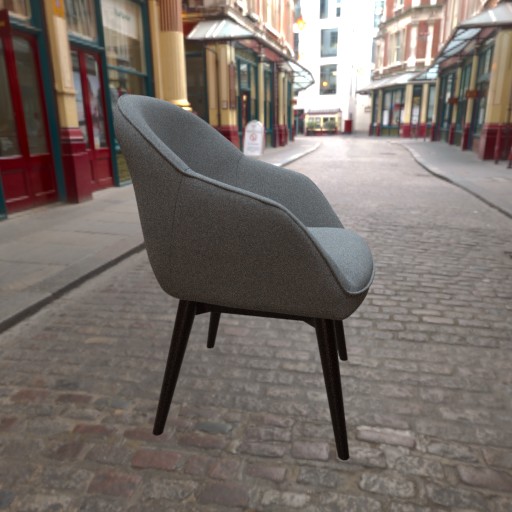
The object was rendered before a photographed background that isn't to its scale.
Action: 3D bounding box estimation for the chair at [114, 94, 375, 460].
[{"bbox_3d":[0.000,0.000,1.178,0.611,0.810,0.589,3,16,10],"label":"chair"}]
